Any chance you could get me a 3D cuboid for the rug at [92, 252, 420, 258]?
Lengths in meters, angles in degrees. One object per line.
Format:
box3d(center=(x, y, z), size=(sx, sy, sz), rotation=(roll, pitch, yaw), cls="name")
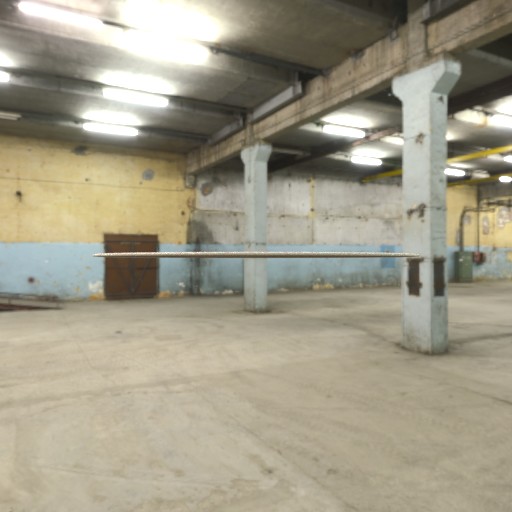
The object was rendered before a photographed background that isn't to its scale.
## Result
box3d(center=(0.000, 0.000, 2.299), size=(1.593, 0.012, 1.593), rotation=(0, -1, 0), cls="rug")
